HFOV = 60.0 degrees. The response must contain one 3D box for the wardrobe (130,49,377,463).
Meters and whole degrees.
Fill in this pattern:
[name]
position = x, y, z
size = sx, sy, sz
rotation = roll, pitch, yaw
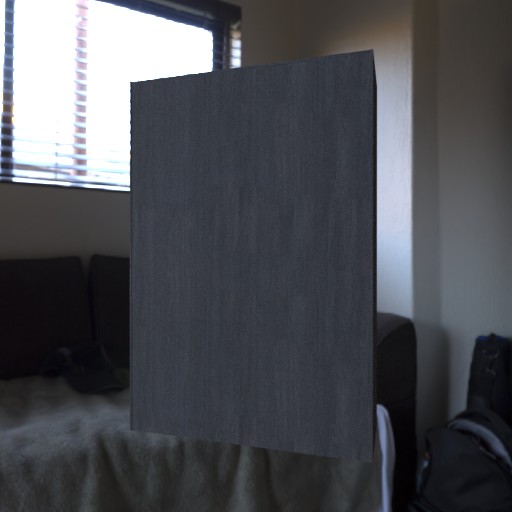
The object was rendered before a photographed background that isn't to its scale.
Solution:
[wardrobe]
position = 0.000, 0.000, 2.480
size = 1.290, 1.910, 0.510
rotation = 0, 0, 17
